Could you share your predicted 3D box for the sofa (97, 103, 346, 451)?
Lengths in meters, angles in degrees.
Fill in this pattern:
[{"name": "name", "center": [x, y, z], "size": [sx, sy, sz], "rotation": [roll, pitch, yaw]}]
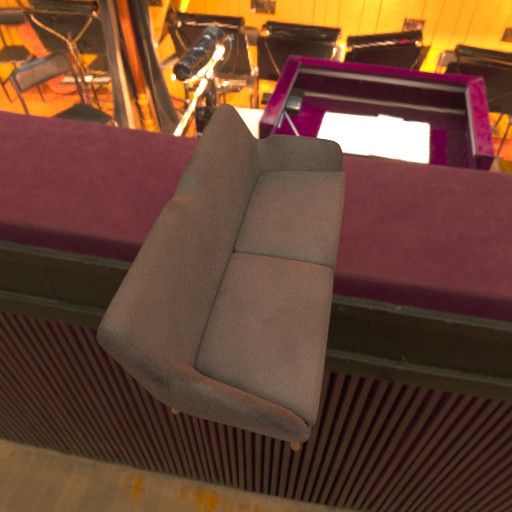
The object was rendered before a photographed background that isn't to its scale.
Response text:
[{"name": "sofa", "center": [0.000, 0.000, 2.349], "size": [0.850, 0.810, 1.870], "rotation": [9, 48, 8]}]
